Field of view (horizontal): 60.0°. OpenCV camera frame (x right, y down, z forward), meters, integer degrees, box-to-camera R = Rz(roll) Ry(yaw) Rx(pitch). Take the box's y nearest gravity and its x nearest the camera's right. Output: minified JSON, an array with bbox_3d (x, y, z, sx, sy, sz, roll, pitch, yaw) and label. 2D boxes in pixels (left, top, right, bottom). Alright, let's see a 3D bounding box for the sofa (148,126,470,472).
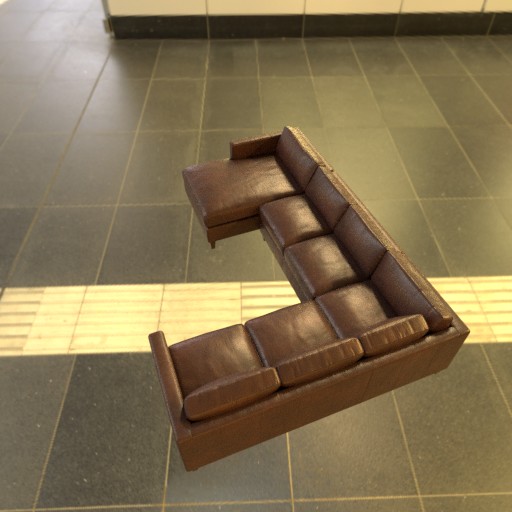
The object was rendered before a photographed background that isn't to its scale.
[{"bbox_3d":[0.000,0.000,4.538,2.452,0.891,3.324,-16,49,-14],"label":"sofa"}]
